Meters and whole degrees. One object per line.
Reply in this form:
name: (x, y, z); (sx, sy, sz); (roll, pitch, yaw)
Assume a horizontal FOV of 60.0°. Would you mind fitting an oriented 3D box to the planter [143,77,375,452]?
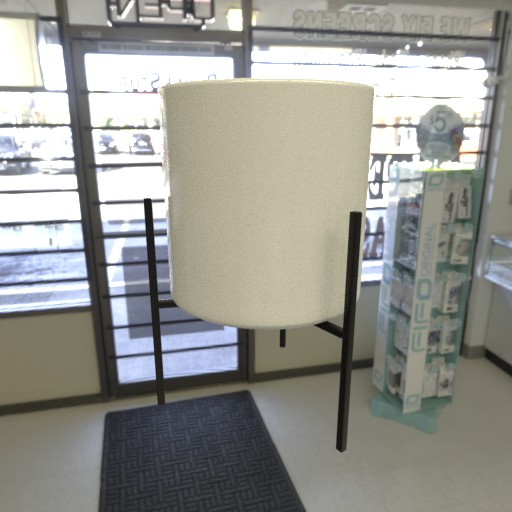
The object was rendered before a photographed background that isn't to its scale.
planter: (0.000, 0.000, 0.502); (0.239, 0.356, 0.239); (-3, 16, -10)
